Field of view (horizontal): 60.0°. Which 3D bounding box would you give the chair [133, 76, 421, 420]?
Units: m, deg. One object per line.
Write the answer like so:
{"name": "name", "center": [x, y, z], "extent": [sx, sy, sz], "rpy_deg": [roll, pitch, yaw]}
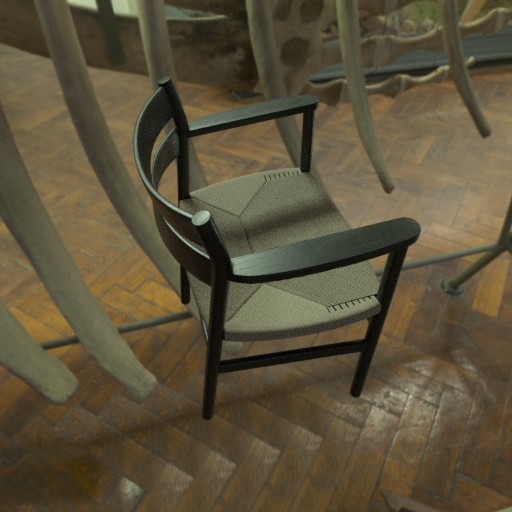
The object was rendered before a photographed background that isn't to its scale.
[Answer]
{"name": "chair", "center": [0.000, 0.000, 1.186], "extent": [0.508, 0.775, 0.630], "rpy_deg": [-10, 46, -10]}
